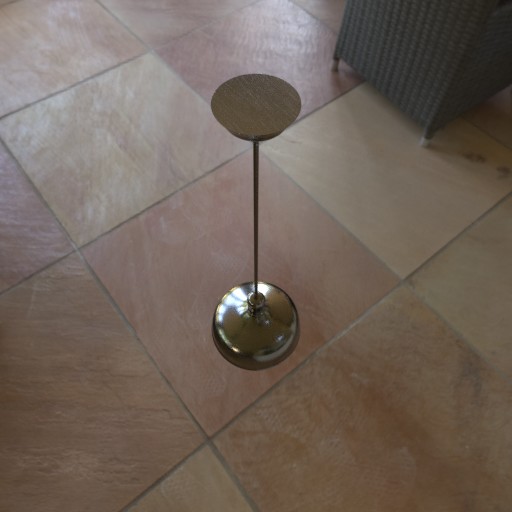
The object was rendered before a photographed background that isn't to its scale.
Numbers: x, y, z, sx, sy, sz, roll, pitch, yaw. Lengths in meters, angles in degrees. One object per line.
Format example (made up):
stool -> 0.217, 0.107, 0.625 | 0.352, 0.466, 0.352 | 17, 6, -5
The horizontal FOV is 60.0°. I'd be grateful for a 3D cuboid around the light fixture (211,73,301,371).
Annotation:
light fixture -> 0.000, 0.000, 1.096 | 0.299, 0.935, 0.299 | -31, 64, -17
